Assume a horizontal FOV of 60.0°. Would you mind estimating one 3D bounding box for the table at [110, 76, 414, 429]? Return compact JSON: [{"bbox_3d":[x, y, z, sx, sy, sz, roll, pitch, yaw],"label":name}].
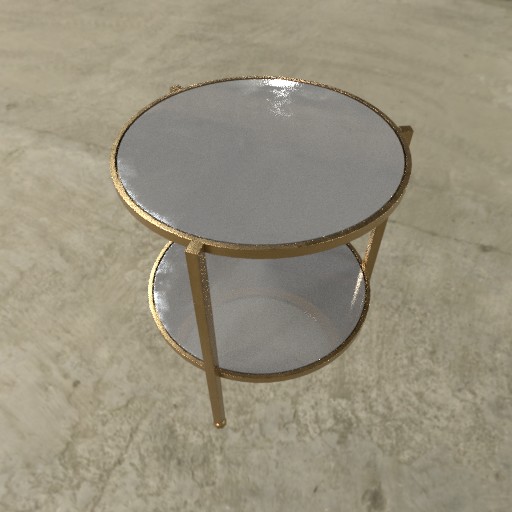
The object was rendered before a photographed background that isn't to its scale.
[{"bbox_3d":[0.000,0.000,0.449,0.231,0.269,0.243,-32,55,-26],"label":"table"}]
